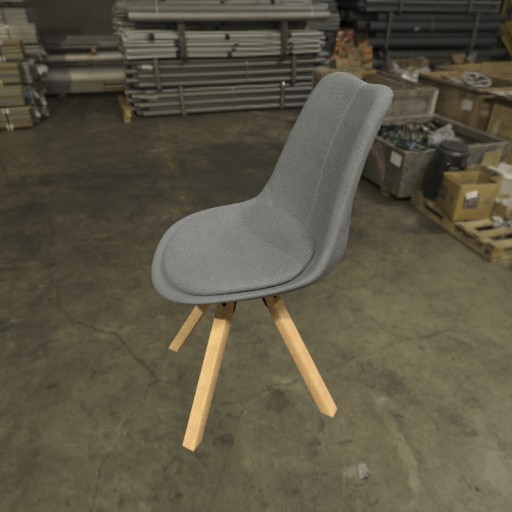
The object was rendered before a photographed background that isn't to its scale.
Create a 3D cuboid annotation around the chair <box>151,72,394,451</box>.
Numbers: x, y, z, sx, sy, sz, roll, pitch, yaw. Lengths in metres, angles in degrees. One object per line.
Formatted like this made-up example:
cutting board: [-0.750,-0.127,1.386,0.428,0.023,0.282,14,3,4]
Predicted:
chair: [0.000,0.000,1.176,0.549,0.863,0.474,-8,31,-13]
